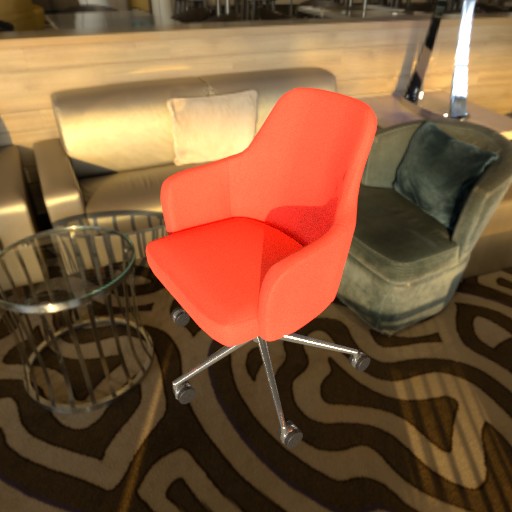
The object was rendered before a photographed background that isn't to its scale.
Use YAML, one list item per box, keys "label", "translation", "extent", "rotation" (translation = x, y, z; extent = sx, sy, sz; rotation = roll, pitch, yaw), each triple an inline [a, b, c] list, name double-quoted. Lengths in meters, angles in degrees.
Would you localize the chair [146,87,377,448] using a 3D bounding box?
- label: "chair"
  translation: [0.000, 0.000, 1.257]
  extent: [0.600, 0.820, 0.655]
  rotation: [-20, 38, -28]
